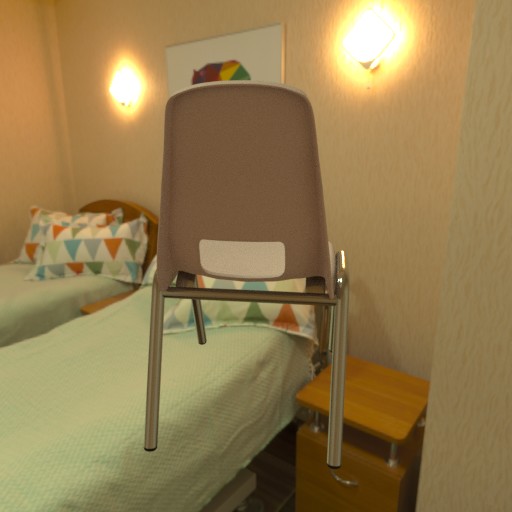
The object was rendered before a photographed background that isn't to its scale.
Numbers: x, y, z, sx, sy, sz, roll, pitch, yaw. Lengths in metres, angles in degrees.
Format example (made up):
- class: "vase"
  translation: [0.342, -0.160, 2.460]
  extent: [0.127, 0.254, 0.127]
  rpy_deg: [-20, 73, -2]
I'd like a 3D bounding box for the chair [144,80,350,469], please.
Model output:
- class: "chair"
  translation: [0.000, 0.000, 0.847]
  extent: [0.354, 0.586, 0.423]
  rpy_deg: [2, 15, 7]
